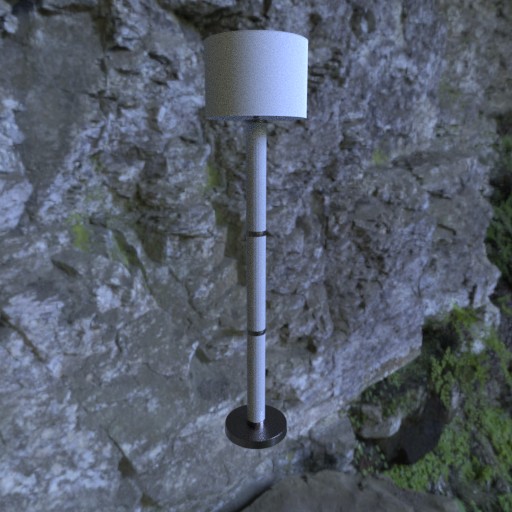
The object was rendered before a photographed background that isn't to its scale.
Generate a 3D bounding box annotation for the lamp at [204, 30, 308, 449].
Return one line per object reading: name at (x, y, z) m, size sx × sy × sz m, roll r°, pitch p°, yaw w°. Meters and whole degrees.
lamp at (0.000, 0.000, 1.795) m, size 0.377 × 1.599 × 0.377 m, roll -13°, pitch 19°, yaw -43°
